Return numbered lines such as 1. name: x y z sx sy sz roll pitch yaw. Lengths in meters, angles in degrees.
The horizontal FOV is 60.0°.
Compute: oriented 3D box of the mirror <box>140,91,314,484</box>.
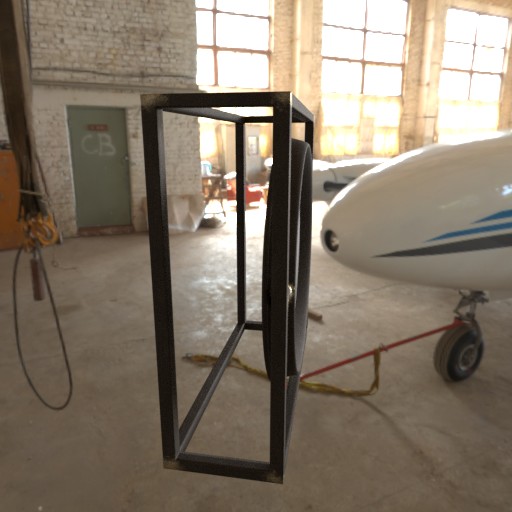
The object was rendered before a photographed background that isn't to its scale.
1. mirror: 0.000 0.000 0.478 0.107 0.303 0.306 3 15 10
